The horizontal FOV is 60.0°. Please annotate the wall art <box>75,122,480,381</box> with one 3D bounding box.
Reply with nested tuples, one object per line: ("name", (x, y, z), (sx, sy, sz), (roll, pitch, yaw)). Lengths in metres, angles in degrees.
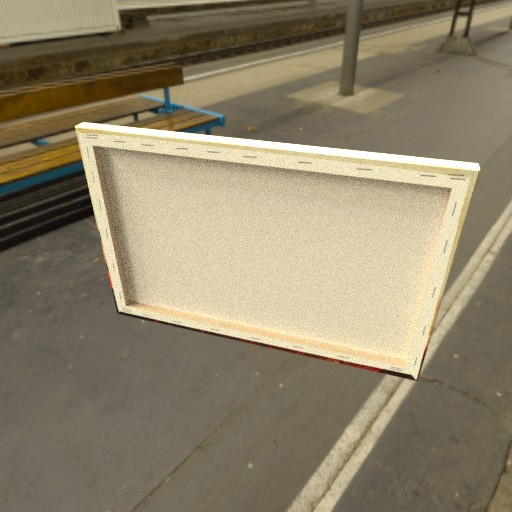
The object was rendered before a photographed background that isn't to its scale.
("wall art", (0.000, 0.000, 1.148), (0.918, 0.602, 0.038), (10, 35, 14))
